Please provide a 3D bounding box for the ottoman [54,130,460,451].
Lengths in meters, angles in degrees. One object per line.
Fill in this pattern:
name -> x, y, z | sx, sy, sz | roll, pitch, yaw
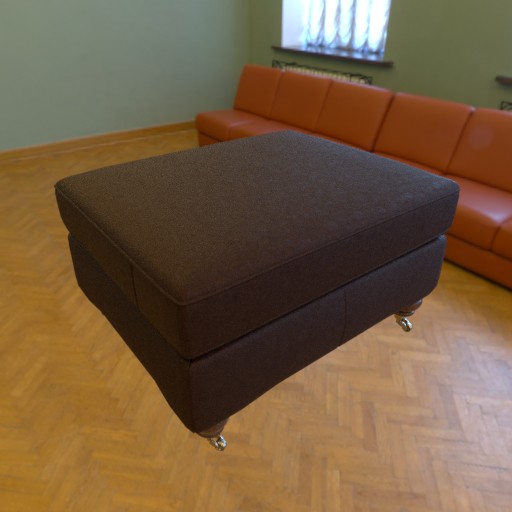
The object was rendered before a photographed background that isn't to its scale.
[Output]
ottoman -> 0.000, 0.000, 1.779 | 1.187, 0.730, 0.967 | -22, 37, -32
